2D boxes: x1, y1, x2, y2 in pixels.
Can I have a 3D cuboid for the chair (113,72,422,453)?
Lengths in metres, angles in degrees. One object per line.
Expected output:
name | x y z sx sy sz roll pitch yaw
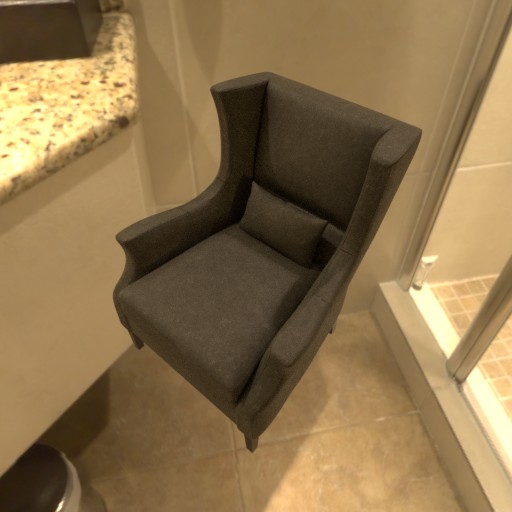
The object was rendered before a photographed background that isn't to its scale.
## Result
chair | 0.000 0.000 1.718 0.853 1.016 0.926 32 54 27
